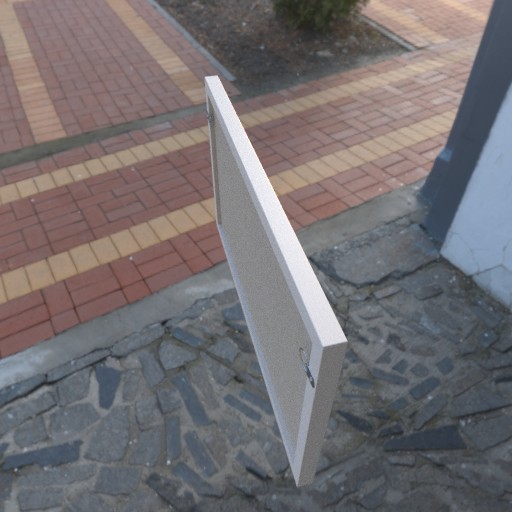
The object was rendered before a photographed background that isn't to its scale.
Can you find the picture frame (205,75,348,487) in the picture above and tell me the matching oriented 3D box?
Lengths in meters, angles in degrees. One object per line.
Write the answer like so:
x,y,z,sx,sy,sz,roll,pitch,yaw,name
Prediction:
0.000,0.000,0.778,0.044,0.379,0.647,-10,45,-10,picture frame
